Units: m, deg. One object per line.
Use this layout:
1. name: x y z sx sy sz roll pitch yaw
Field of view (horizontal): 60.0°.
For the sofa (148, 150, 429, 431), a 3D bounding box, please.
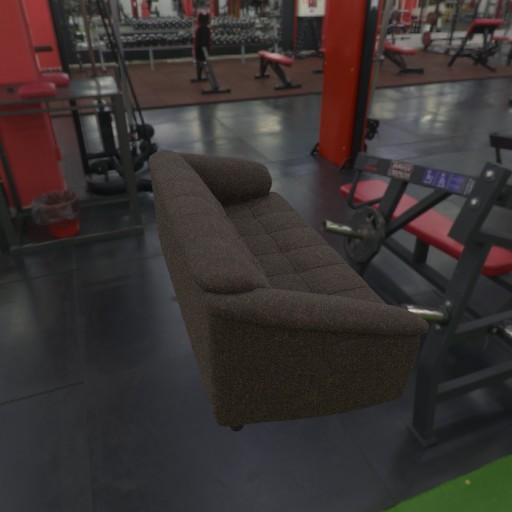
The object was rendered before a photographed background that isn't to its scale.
1. sofa: 0.000 0.000 2.327 0.887 0.790 1.849 -10 33 -16
